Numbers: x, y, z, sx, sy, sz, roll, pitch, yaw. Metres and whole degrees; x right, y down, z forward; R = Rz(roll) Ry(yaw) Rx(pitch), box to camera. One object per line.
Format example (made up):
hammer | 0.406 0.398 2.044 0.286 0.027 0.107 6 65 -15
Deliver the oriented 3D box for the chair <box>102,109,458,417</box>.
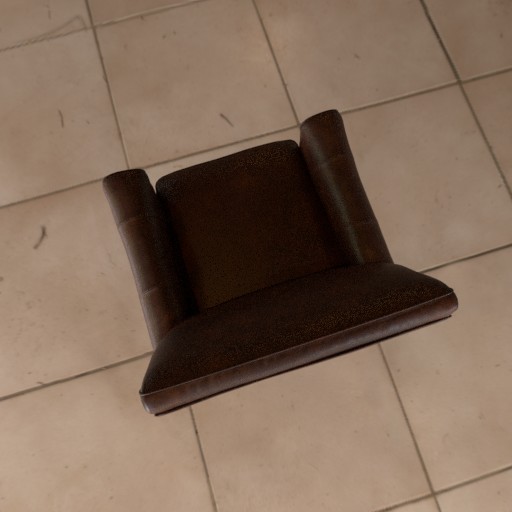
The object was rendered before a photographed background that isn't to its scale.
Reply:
chair | 0.000 0.000 1.602 0.870 0.943 0.823 -17 77 -4
